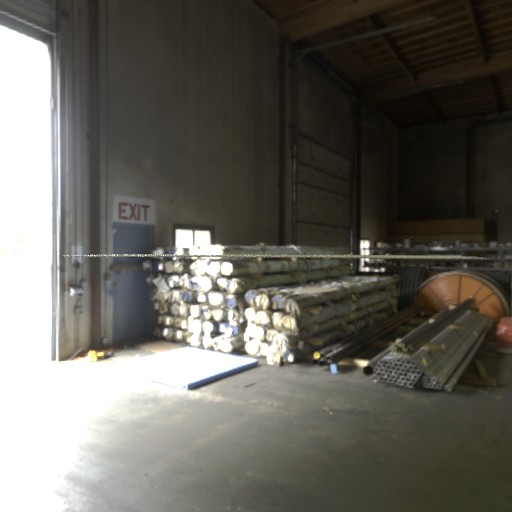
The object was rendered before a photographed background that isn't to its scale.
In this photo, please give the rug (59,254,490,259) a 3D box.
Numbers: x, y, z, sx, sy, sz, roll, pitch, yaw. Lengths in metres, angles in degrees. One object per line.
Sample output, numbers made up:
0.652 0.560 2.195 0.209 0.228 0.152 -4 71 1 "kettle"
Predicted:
0.000 0.000 2.597 2.372 0.008 0.620 0 1 19 "rug"
